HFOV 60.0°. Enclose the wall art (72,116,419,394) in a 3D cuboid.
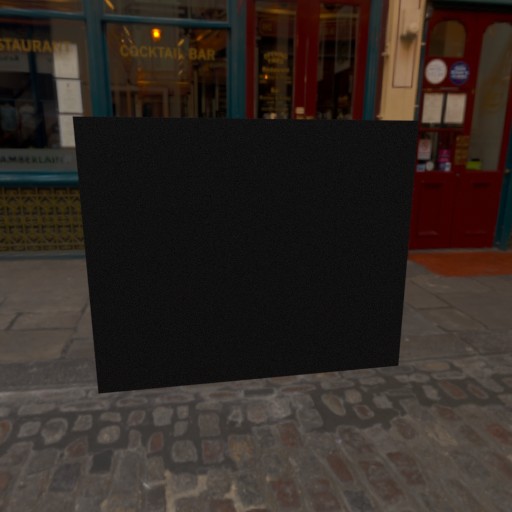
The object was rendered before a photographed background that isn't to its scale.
[{"bbox_3d":[0.000,0.000,0.773,0.558,0.457,0.031,-2,14,-10],"label":"wall art"}]
